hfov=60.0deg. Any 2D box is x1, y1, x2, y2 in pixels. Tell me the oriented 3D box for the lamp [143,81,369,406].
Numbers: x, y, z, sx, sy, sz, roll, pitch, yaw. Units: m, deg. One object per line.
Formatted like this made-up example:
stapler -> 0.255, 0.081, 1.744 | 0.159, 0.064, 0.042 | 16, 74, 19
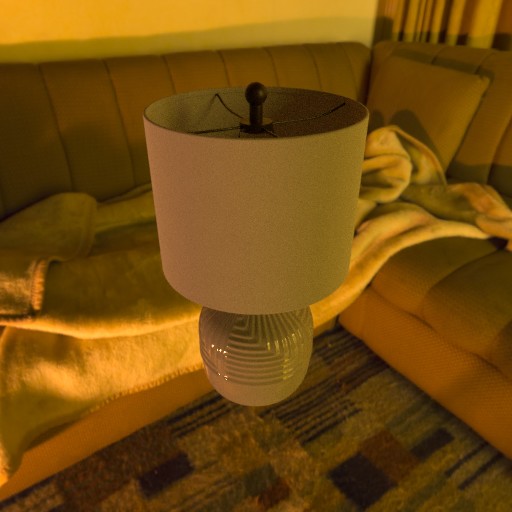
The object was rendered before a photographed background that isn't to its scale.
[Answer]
lamp -> 0.000, 0.000, 0.765 | 0.318, 0.567, 0.318 | 0, 31, 0
